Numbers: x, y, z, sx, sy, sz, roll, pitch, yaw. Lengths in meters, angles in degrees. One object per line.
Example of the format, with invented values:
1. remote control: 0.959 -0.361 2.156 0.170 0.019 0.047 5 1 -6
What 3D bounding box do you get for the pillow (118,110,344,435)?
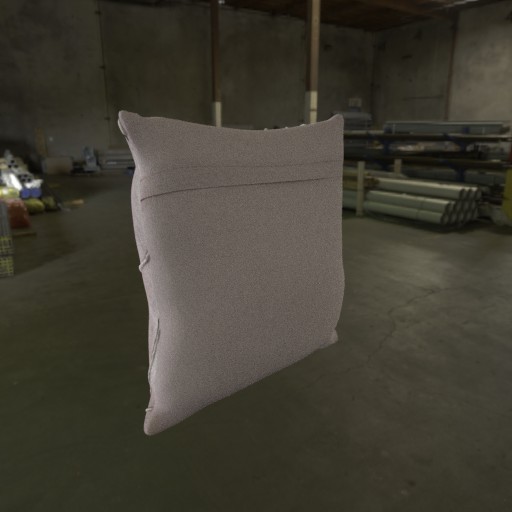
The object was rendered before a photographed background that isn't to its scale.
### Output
1. pillow: 0.000 0.000 0.704 0.439 0.440 0.185 -15 21 -42
